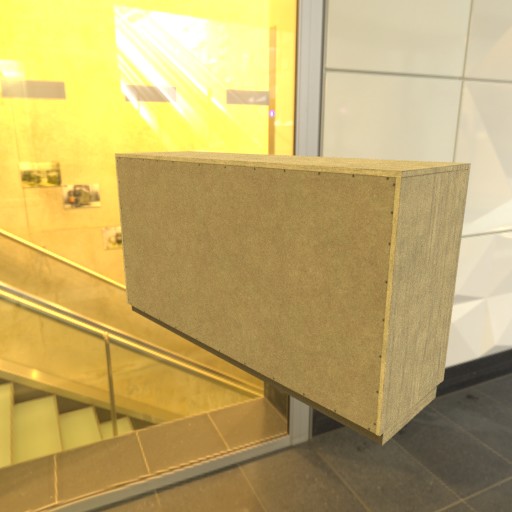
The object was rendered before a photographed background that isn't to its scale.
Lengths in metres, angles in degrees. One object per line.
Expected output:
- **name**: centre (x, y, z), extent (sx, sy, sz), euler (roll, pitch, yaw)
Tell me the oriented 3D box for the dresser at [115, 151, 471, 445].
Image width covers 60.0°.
- **dresser**: centre (0.000, 0.000, 2.043), extent (0.483, 0.889, 1.628), euler (-15, 21, -42)
